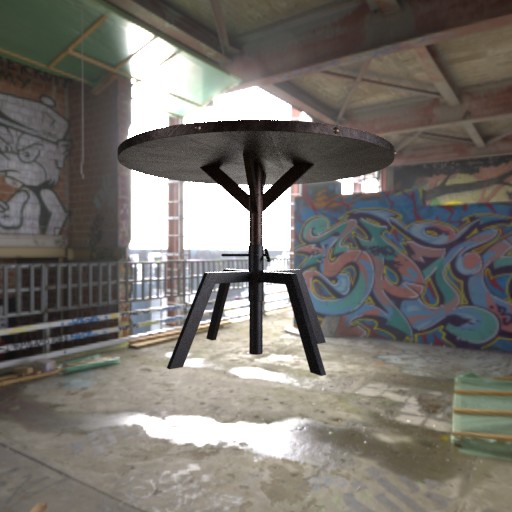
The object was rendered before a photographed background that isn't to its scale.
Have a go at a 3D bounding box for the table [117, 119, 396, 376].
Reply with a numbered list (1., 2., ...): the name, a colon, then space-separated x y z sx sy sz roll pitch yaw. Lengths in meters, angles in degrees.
1. table: 0.000 0.000 1.488 0.885 0.658 0.885 0 1 0
